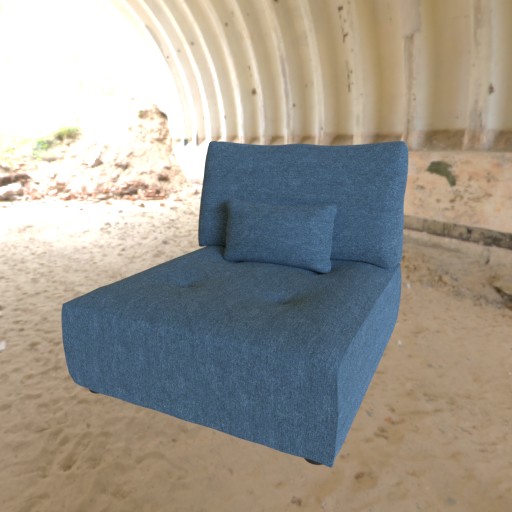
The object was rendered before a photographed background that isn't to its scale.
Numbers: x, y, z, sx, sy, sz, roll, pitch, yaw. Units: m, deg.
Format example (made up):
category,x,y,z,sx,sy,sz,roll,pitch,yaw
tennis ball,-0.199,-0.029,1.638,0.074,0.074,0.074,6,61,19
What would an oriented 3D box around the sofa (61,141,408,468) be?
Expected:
category,x,y,z,sx,sy,sz,roll,pitch,yaw
sofa,0.000,0.000,1.637,0.930,0.820,1.000,7,16,25
